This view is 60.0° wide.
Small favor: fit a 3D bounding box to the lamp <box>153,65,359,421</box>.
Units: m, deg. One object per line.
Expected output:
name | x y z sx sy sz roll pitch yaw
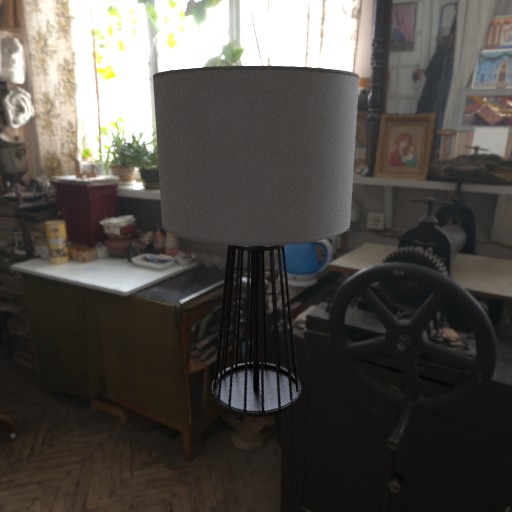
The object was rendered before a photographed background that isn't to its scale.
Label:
lamp | 0.000 0.000 0.792 0.322 0.593 0.322 -2 17 -8
